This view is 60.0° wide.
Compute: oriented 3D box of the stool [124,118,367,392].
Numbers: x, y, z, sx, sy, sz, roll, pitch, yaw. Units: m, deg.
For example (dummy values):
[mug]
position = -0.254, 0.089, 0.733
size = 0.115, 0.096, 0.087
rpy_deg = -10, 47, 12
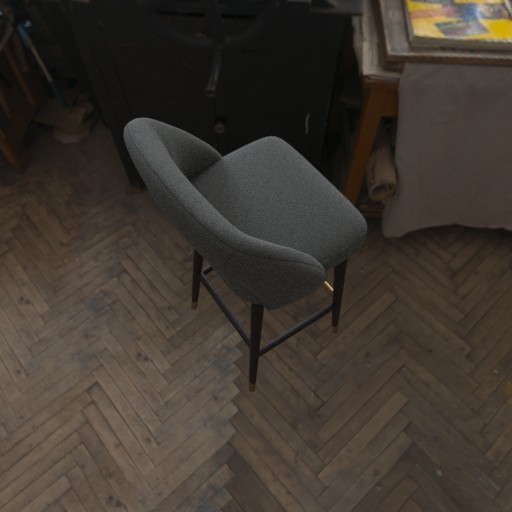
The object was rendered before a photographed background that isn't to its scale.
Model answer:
[stool]
position = 0.000, 0.000, 1.424
size = 0.524, 1.089, 0.536
rpy_deg = -31, 63, -18
